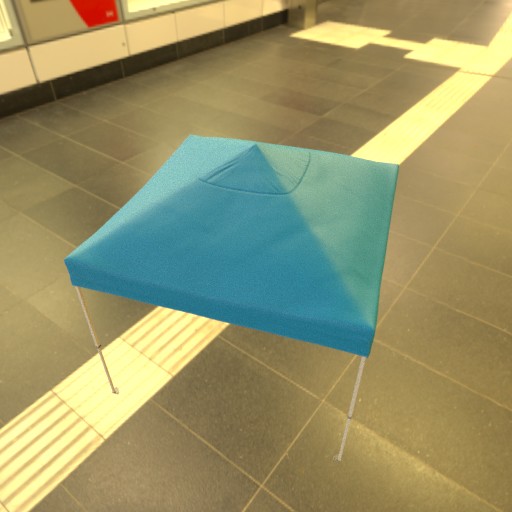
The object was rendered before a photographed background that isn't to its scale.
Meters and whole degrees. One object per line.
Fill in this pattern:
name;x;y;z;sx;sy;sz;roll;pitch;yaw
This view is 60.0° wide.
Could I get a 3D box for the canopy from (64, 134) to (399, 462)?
canopy;0.000;0.000;5.506;2.996;2.997;2.998;12;41;14
